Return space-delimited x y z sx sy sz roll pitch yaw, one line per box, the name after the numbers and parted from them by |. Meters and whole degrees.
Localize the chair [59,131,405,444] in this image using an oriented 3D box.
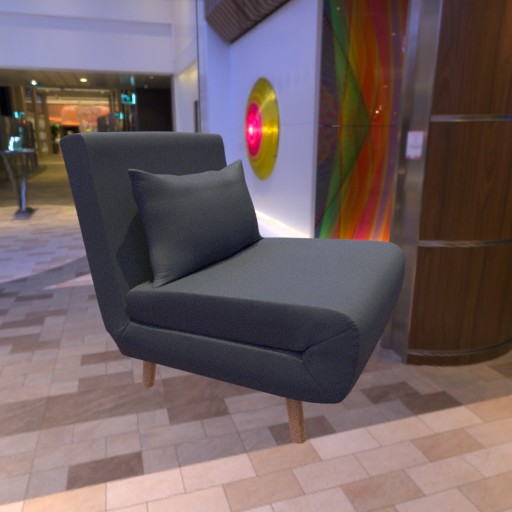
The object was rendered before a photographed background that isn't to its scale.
0.000 0.000 1.491 0.900 0.808 0.770 7 17 25 | chair
